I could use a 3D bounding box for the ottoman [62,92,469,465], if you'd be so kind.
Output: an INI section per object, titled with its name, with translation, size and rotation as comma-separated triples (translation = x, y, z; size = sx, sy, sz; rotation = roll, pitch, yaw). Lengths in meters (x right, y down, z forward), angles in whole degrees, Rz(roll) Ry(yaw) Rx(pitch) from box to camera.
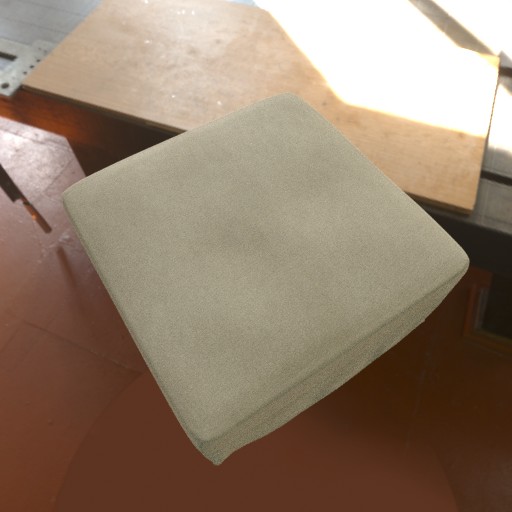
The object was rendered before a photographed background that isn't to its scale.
[ottoman]
translation = 0.000, 0.000, 1.340
size = 0.843, 0.441, 0.842
rotation = -29, 63, -17
